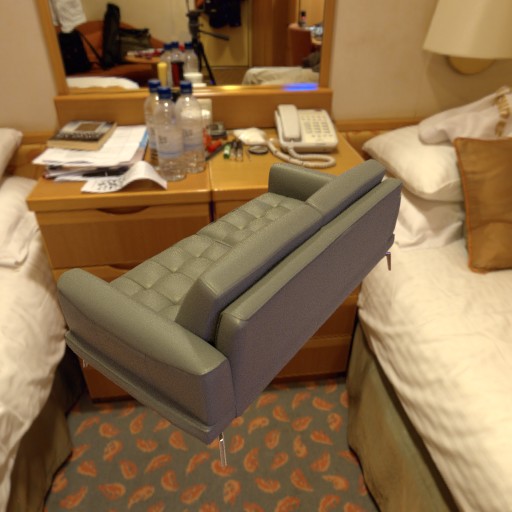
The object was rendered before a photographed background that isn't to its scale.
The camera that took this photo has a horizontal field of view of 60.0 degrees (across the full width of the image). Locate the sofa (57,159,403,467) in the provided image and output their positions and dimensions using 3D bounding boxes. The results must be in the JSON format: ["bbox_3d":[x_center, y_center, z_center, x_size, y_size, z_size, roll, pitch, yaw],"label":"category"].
[{"bbox_3d":[0.000,0.000,2.790,1.121,0.930,2.177,22,38,30],"label":"sofa"}]
